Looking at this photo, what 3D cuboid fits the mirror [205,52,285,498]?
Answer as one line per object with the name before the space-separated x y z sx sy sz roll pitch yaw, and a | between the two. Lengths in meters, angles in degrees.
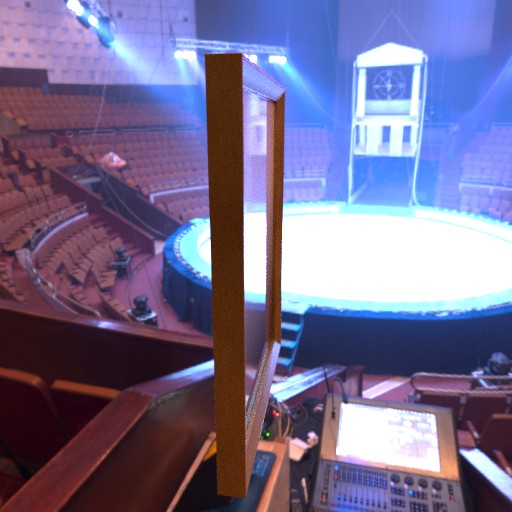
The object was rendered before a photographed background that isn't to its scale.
mirror | 0.000 0.000 0.674 0.041 0.509 0.406 3 17 9
